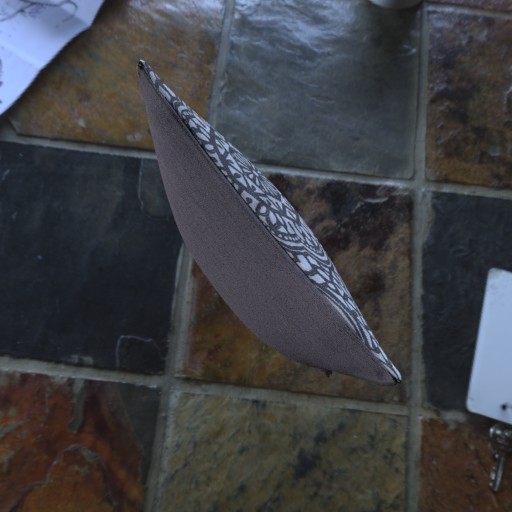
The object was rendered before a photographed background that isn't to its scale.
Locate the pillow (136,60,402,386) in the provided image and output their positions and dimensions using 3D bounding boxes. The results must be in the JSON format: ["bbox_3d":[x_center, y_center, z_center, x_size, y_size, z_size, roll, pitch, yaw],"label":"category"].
[{"bbox_3d":[0.000,0.000,0.642,0.148,0.417,0.436,-37,79,-8],"label":"pillow"}]
